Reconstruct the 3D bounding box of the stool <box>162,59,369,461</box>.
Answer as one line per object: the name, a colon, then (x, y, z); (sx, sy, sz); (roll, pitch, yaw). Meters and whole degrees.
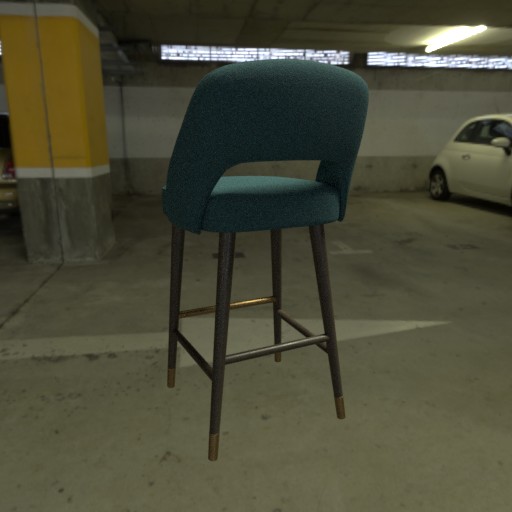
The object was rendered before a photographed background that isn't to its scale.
stool: (0.000, 0.000, 1.344); (0.536, 1.032, 0.522); (-7, 16, -25)
